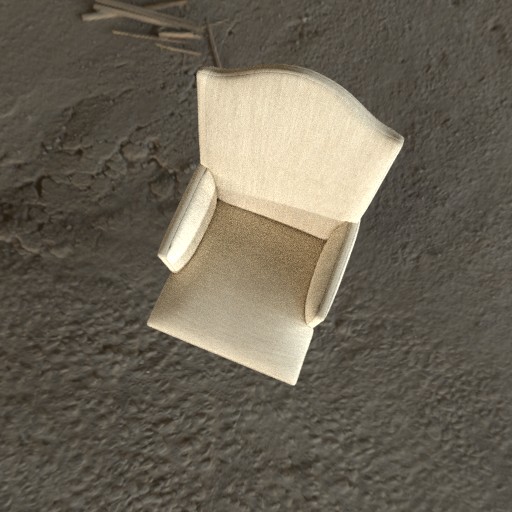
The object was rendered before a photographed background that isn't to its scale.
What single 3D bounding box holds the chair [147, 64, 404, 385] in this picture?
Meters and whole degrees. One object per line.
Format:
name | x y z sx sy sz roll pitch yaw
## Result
chair | 0.000 0.000 1.382 0.533 1.016 0.641 21 76 5
